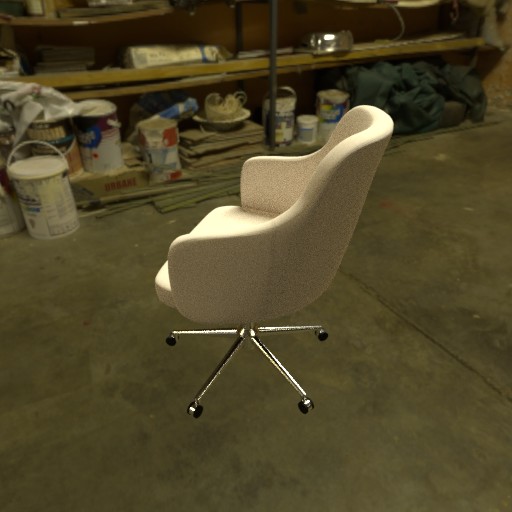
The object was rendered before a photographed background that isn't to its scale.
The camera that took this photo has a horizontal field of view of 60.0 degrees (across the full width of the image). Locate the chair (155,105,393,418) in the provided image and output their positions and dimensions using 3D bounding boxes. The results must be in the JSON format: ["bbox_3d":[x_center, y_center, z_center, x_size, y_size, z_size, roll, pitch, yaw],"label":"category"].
[{"bbox_3d":[0.000,0.000,1.286,0.647,0.819,0.602,8,32,14],"label":"chair"}]
